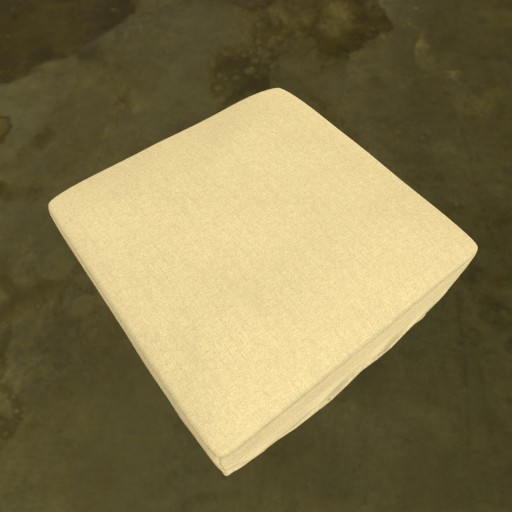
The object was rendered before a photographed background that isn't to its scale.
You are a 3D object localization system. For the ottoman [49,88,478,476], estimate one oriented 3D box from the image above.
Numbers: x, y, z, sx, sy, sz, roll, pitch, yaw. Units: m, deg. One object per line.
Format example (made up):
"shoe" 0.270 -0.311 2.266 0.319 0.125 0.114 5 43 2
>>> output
"ottoman" 0.000 0.000 1.298 0.843 0.436 0.840 -33 63 -19
